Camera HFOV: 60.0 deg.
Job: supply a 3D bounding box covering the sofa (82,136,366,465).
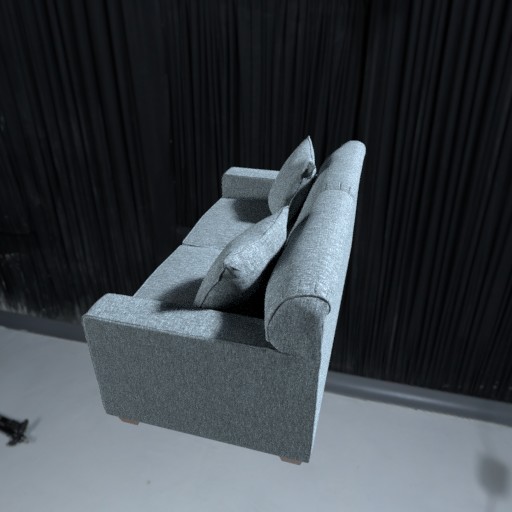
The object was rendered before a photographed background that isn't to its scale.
[{"bbox_3d":[0.000,0.000,2.466,0.998,0.958,1.846,8,31,13],"label":"sofa"}]
